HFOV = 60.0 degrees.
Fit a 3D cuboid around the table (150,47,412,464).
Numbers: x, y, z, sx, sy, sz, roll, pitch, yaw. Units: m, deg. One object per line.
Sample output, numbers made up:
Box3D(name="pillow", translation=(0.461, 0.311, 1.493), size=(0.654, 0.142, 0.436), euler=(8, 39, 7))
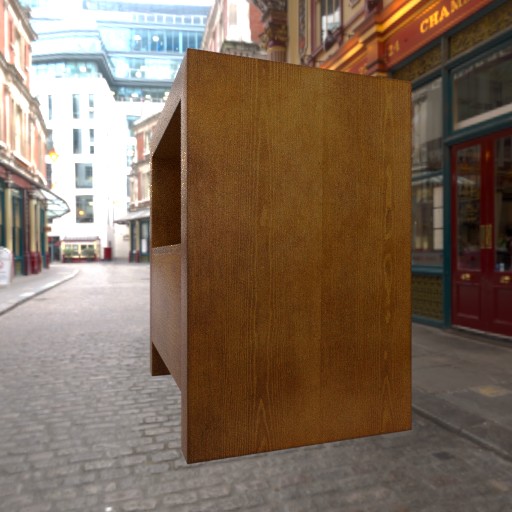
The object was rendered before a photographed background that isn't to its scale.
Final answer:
Box3D(name="table", translation=(0.000, 0.000, 0.968), size=(0.400, 0.605, 0.550), euler=(0, 0, -19))
